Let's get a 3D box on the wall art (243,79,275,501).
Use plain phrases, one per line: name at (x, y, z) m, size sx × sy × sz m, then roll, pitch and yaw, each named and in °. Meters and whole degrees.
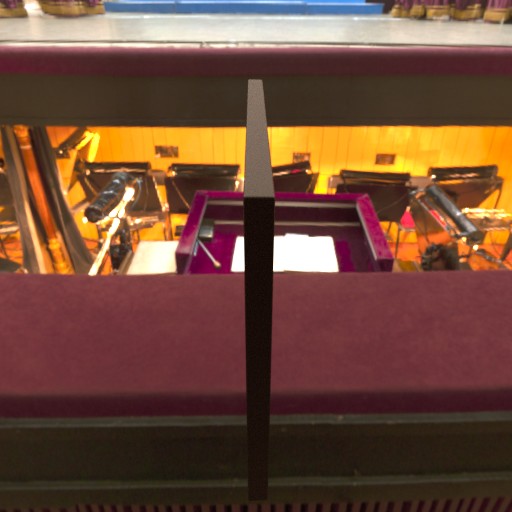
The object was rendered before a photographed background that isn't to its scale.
wall art at (0.000, 0.000, 0.733) m, size 0.031 × 0.457 × 0.558 m, roll 0°, pitch 31°, yaw 0°
